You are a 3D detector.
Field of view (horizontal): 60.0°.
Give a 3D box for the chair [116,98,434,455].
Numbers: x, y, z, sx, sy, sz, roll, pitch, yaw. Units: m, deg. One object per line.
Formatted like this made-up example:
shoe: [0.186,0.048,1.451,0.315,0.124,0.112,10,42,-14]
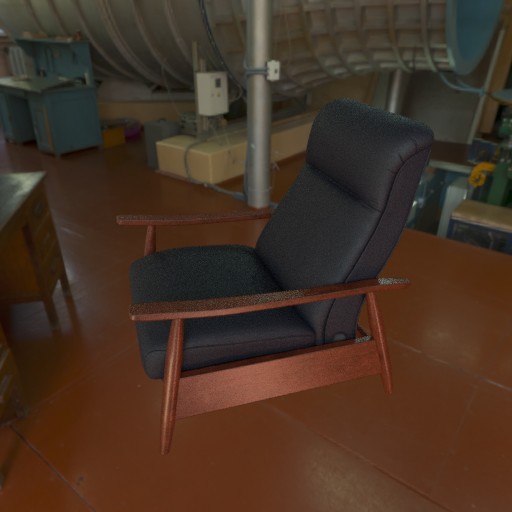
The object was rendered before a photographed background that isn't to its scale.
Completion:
chair: [0.000,0.000,1.759,1.014,1.082,0.762,-9,30,-16]
